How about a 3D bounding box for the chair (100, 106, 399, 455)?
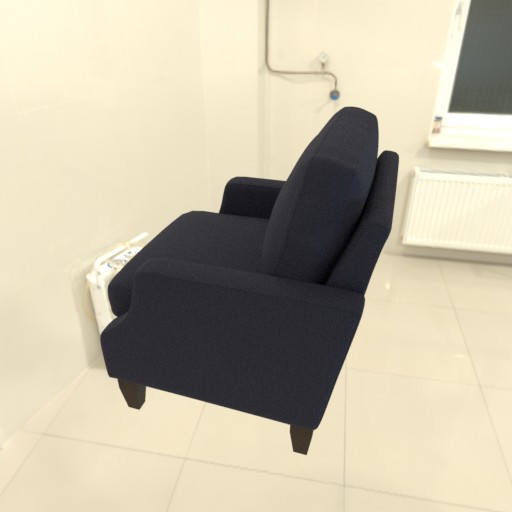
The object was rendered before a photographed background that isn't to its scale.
[{"bbox_3d":[0.000,0.000,1.625,0.897,0.991,0.855,9,31,15],"label":"chair"}]
